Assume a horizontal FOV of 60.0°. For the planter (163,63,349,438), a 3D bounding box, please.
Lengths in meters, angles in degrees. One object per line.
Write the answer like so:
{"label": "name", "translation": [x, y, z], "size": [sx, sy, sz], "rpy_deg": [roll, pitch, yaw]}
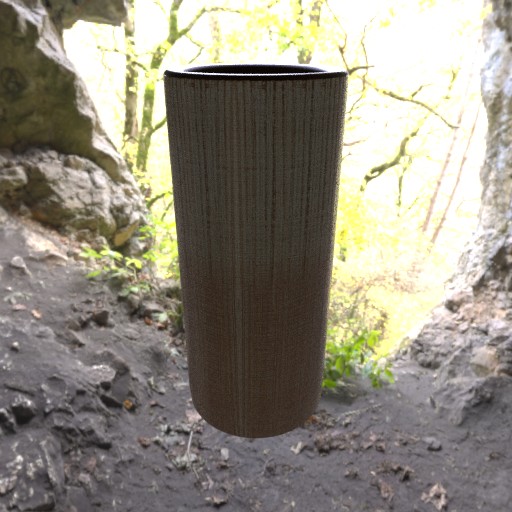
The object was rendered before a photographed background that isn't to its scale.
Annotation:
{"label": "planter", "translation": [0.000, 0.000, 0.291], "size": [0.100, 0.227, 0.100], "rpy_deg": [-17, 31, -31]}
